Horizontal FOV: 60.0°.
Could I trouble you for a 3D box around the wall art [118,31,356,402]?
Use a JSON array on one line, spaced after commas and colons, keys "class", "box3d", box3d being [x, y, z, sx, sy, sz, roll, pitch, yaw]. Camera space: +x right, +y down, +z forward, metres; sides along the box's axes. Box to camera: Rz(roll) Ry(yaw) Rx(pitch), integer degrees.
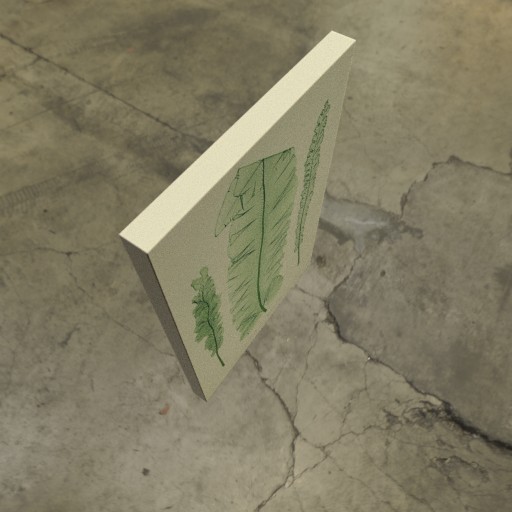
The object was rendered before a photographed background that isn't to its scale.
[{"class": "wall art", "box3d": [0.000, 0.000, 0.782, 0.038, 0.608, 0.418, 31, 64, 17]}]
